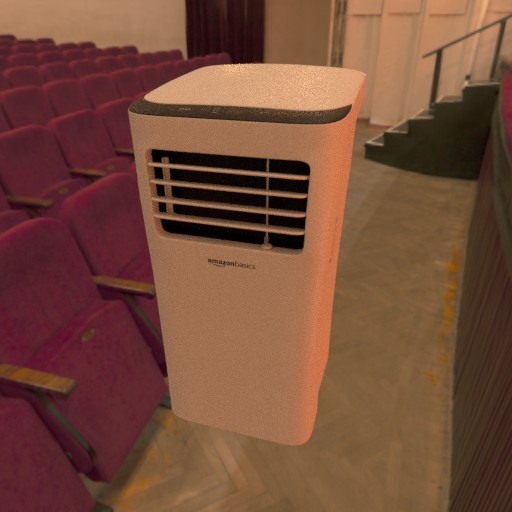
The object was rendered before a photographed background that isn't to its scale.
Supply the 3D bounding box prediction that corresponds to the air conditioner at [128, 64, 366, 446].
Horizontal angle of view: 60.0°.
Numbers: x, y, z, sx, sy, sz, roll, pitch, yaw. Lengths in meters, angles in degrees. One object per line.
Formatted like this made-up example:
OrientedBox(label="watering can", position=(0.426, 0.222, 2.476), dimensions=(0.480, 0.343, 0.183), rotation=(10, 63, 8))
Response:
OrientedBox(label="air conditioner", position=(0.000, 0.000, 0.927), dimensions=(0.352, 0.716, 0.369), rotation=(8, 29, 15))
